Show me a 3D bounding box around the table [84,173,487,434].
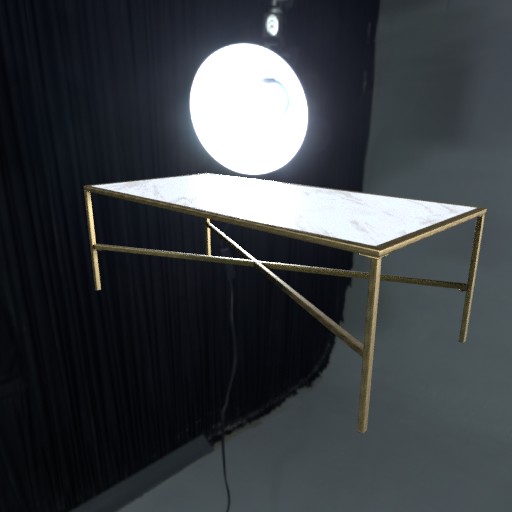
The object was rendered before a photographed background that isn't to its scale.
[{"bbox_3d":[0.000,0.000,1.470,1.197,0.405,0.577,16,23,42],"label":"table"}]
